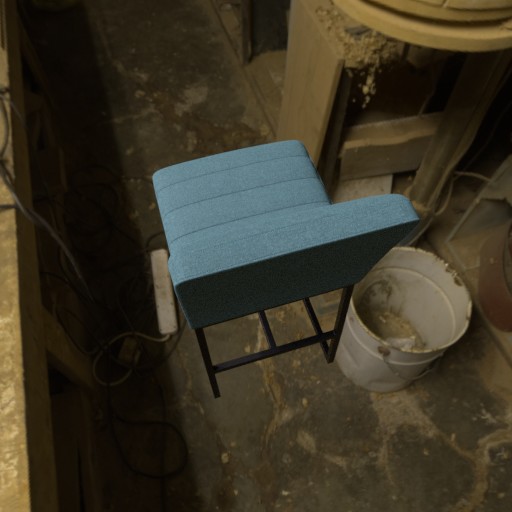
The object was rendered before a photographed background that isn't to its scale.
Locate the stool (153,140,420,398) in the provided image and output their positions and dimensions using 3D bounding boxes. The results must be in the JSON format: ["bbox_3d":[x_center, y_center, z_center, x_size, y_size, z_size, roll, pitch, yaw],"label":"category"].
[{"bbox_3d":[0.000,0.000,1.270,0.460,0.940,0.560,-15,59,-9],"label":"stool"}]
